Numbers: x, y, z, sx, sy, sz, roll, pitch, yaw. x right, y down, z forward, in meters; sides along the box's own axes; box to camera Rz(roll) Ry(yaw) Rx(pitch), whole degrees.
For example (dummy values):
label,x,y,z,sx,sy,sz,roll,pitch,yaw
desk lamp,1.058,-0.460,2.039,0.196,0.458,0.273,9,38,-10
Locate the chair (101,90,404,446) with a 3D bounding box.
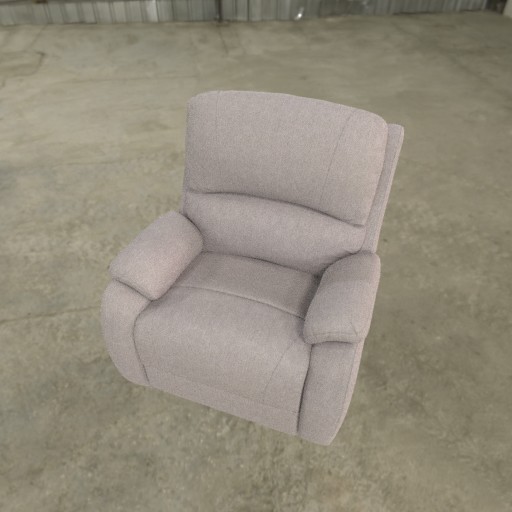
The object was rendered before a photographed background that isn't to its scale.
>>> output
label,x,y,z,sx,sy,sz,roll,pitch,yaw
chair,0.000,0.000,1.702,0.930,1.011,0.899,13,43,14
